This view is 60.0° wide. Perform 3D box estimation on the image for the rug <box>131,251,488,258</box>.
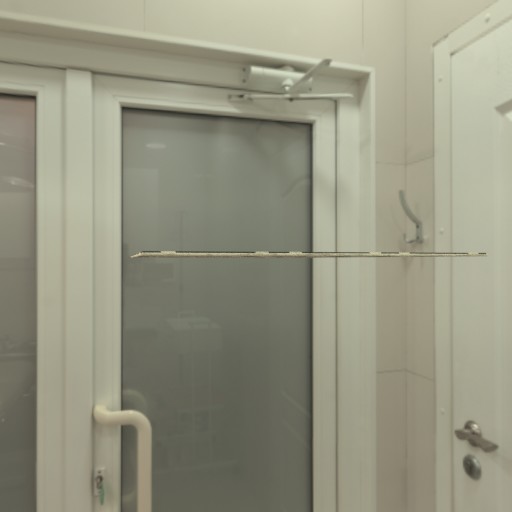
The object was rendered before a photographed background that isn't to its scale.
[{"bbox_3d":[0.000,0.000,2.915,1.555,0.016,2.286,0,0,-17],"label":"rug"}]
